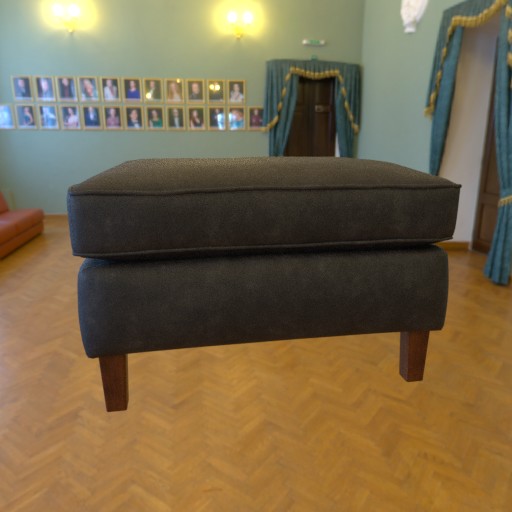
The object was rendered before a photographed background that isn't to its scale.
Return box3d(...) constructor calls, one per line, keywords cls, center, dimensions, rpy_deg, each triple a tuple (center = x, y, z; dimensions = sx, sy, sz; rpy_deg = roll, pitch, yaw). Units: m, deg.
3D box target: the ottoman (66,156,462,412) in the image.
box3d(cls="ottoman", center=(0.000, 0.000, 0.962), dimensions=(0.665, 0.413, 0.501), rpy_deg=(-3, 15, -10))
